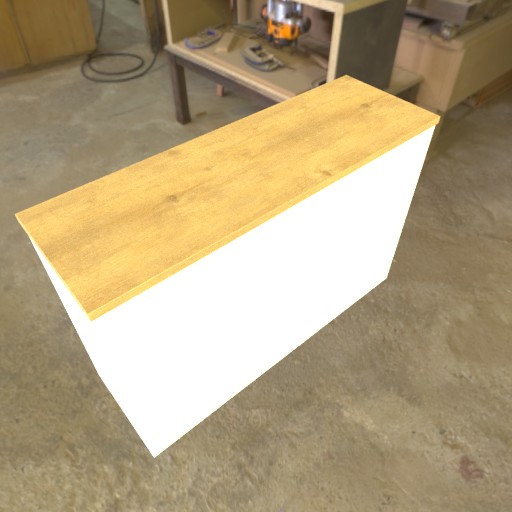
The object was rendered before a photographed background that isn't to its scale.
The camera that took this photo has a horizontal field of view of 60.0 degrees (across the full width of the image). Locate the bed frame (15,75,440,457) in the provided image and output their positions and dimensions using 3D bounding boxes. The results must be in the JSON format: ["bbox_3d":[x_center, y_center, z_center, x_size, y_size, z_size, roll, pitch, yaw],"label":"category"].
[{"bbox_3d":[0.000,0.000,1.649,1.300,0.850,0.430,-31,54,-27],"label":"bed frame"}]
